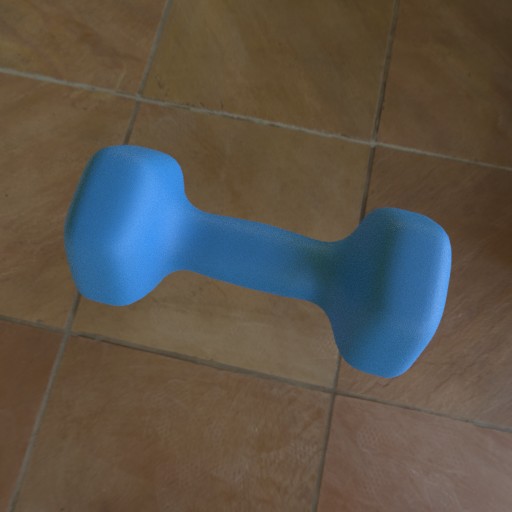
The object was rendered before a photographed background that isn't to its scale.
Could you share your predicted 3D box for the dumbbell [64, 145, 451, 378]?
[{"bbox_3d":[0.000,0.000,0.192,0.152,0.066,0.074,15,76,4],"label":"dumbbell"}]
